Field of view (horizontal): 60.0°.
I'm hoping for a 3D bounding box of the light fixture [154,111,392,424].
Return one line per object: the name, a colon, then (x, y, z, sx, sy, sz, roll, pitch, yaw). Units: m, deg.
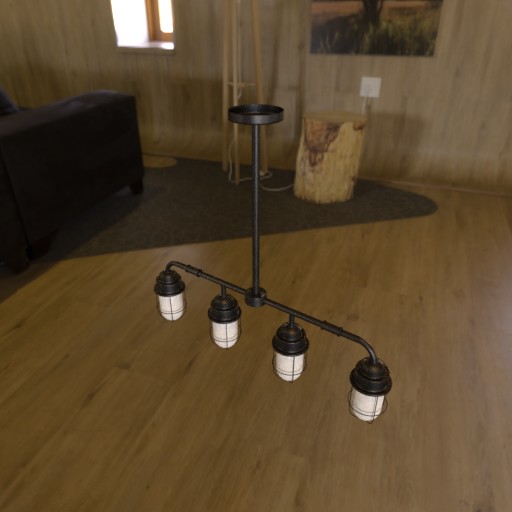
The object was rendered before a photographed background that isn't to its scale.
light fixture: (0.000, 0.000, 1.228, 0.852, 0.785, 0.131, 20, 35, 31)
